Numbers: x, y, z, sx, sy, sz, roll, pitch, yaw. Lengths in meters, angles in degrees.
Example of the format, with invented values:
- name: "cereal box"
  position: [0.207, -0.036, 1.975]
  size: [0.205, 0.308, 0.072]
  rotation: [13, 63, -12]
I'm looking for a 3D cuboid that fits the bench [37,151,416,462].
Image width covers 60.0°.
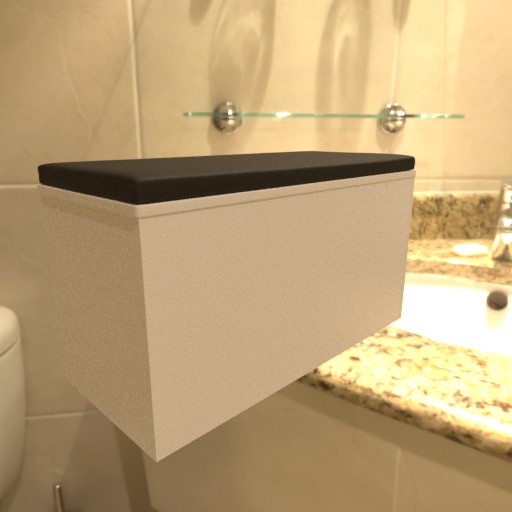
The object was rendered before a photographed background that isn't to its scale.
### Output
- name: "bench"
  position: [0.000, 0.000, 1.151]
  size: [0.899, 0.500, 0.401]
  rotation: [-15, 22, -43]
